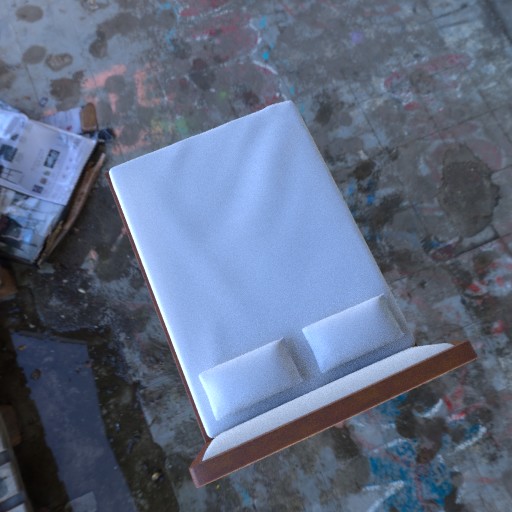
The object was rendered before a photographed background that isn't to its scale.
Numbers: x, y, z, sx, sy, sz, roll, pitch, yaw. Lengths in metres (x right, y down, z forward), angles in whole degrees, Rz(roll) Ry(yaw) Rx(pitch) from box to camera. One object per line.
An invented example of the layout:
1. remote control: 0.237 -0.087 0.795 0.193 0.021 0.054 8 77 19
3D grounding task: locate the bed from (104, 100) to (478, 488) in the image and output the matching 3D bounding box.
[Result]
1. bed: 0.000 0.000 3.063 1.587 1.275 2.196 -23 77 -6
